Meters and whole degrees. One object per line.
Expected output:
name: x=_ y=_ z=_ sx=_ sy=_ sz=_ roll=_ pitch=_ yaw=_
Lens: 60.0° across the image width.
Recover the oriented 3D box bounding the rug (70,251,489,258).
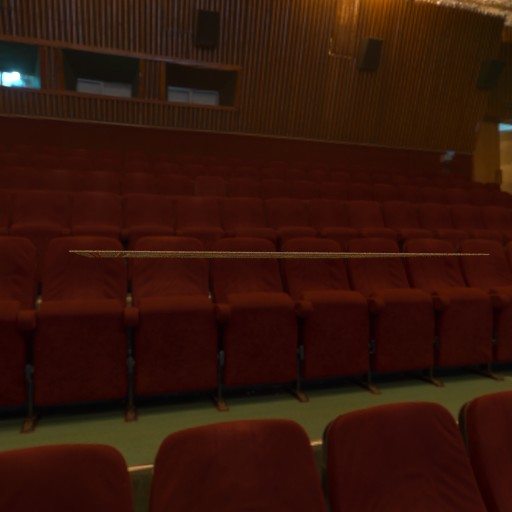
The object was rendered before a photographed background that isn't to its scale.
rug: x=0.000 y=0.000 z=4.169 sx=3.067 sy=0.005 sz=2.460 roll=0 pitch=-1 yaw=-18
